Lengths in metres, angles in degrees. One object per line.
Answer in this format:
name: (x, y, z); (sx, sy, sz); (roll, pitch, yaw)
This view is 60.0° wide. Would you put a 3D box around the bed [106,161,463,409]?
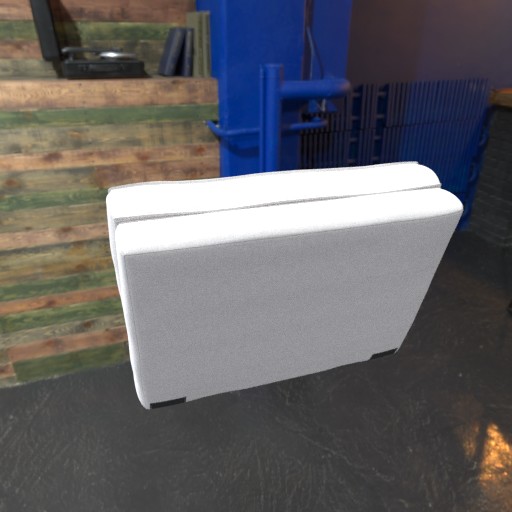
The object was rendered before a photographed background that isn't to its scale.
bed: (0.000, 0.000, 1.328); (0.799, 0.614, 0.749); (-8, 27, -16)
